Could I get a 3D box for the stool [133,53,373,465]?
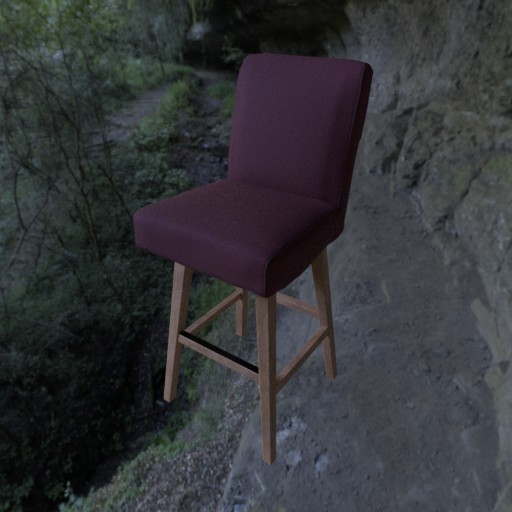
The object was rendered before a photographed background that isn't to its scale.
[{"bbox_3d":[0.000,0.000,1.370,0.468,1.093,0.562,19,35,30],"label":"stool"}]
